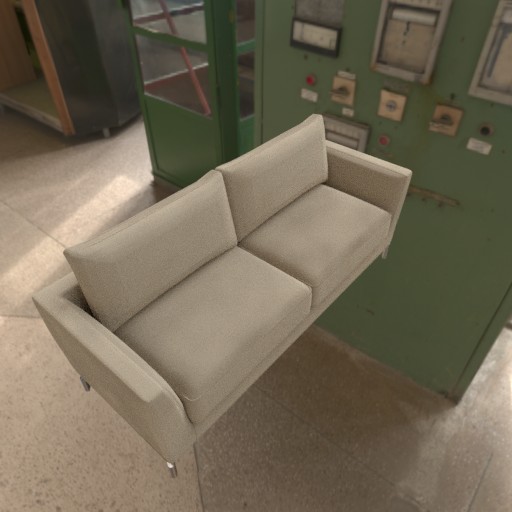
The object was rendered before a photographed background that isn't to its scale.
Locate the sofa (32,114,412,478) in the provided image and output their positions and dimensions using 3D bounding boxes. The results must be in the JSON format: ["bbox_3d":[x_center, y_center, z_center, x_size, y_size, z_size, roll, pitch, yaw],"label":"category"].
[{"bbox_3d":[0.000,0.000,2.621,0.868,1.005,2.214,29,49,29],"label":"sofa"}]
